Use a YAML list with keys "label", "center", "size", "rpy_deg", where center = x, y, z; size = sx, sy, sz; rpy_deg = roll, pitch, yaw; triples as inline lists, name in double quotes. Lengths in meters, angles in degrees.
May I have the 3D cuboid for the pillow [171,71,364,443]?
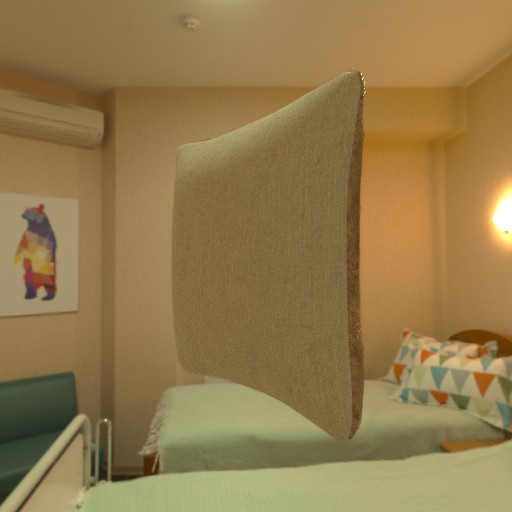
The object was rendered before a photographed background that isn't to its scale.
- label: "pillow"
  center: [0.000, 0.000, 0.829]
  size: [0.216, 0.525, 0.538]
  rpy_deg: [1, -1, -37]
